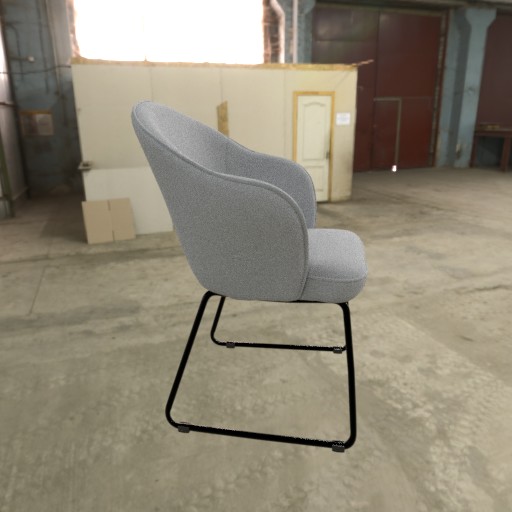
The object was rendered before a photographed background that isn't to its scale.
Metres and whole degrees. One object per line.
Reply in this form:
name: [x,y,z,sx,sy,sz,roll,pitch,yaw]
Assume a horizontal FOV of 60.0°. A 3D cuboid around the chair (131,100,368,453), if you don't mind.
chair: [0.000,0.000,1.228,0.592,0.817,0.570,3,17,8]
